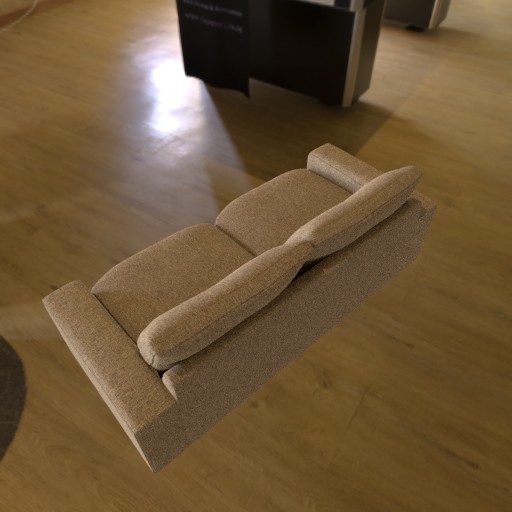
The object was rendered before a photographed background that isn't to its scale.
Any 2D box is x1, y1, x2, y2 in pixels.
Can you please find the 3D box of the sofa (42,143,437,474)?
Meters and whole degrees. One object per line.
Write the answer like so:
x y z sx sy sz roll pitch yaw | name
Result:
0.000 0.000 2.752 2.299 0.922 1.040 -33 55 -27 | sofa
